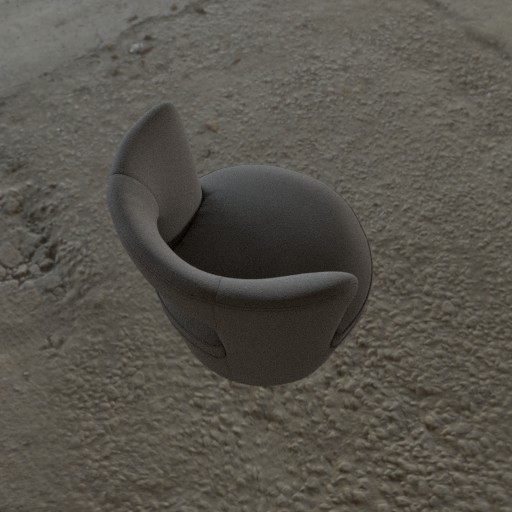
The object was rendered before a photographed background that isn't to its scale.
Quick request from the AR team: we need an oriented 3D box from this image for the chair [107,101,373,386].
[{"bbox_3d":[0.000,0.000,1.298,0.660,0.719,0.689,-34,64,-19],"label":"chair"}]
